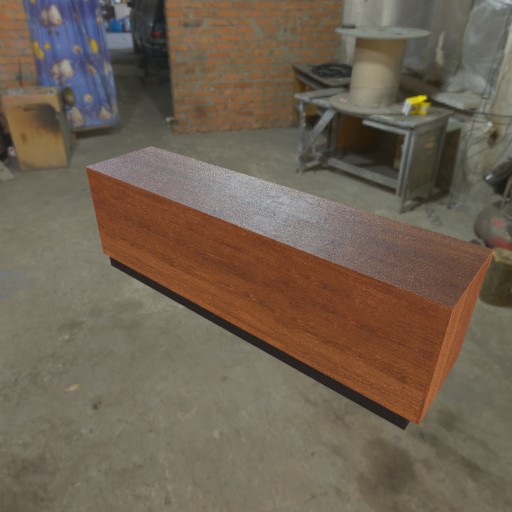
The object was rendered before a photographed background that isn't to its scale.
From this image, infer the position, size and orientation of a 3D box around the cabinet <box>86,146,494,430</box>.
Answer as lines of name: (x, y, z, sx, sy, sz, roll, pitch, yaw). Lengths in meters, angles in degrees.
cabinet: (0.000, 0.000, 1.807, 1.600, 0.510, 0.419, 23, 38, 32)
